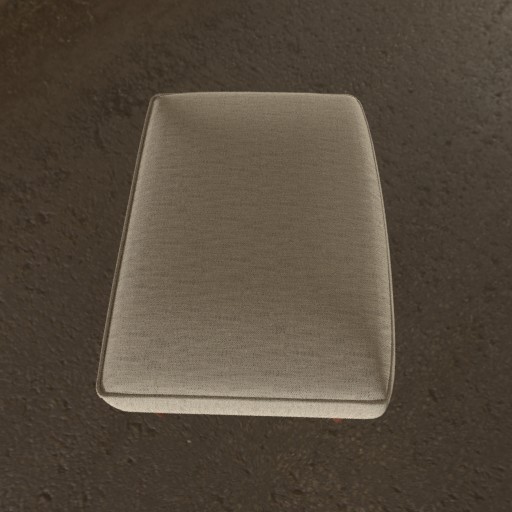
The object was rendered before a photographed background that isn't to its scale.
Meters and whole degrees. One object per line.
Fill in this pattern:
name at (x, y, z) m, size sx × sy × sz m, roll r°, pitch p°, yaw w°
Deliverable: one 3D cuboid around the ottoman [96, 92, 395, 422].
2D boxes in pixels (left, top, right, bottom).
ottoman at (0.000, 0.000, 1.135) m, size 0.594 × 0.465 × 0.794 m, roll 1°, pitch 63°, yaw 1°
